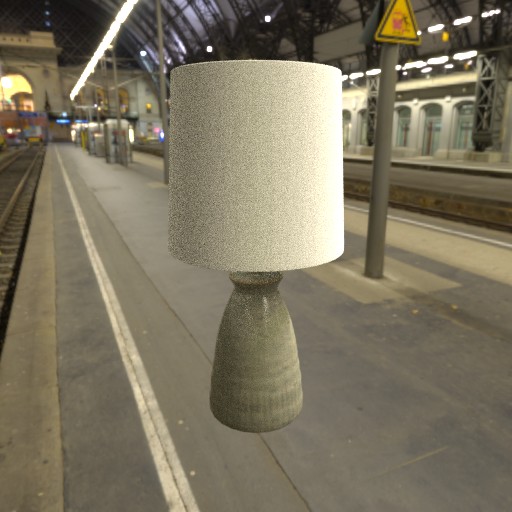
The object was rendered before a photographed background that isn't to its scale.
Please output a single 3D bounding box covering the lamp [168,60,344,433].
[{"bbox_3d":[0.000,0.000,0.482,0.186,0.369,0.186,0,15,0],"label":"lamp"}]
